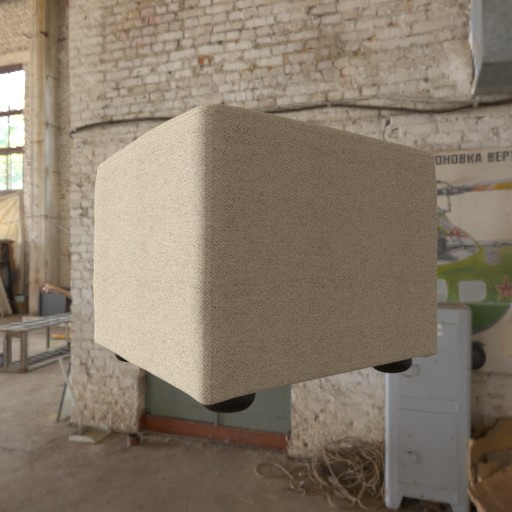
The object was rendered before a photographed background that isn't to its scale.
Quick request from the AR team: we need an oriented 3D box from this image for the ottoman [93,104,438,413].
[{"bbox_3d":[0.000,0.000,0.908,0.521,0.453,0.512,0,0,-35],"label":"ottoman"}]
